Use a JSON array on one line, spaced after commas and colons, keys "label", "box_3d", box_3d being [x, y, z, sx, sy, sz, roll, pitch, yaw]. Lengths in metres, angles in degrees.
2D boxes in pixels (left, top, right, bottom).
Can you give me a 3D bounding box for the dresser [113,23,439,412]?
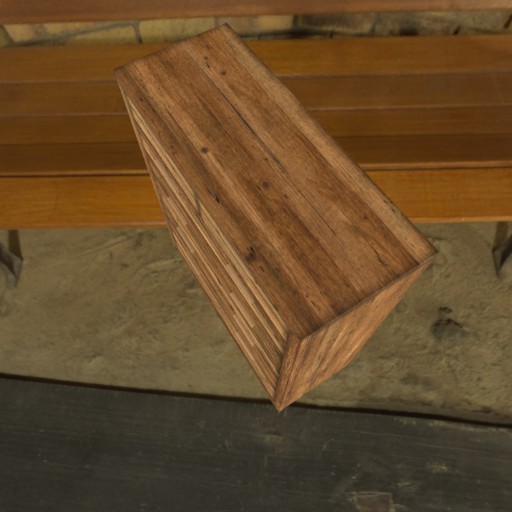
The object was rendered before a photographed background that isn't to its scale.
[{"label": "dresser", "box_3d": [0.000, 0.000, 1.894, 0.438, 1.359, 1.067, -30, 67, -14]}]
